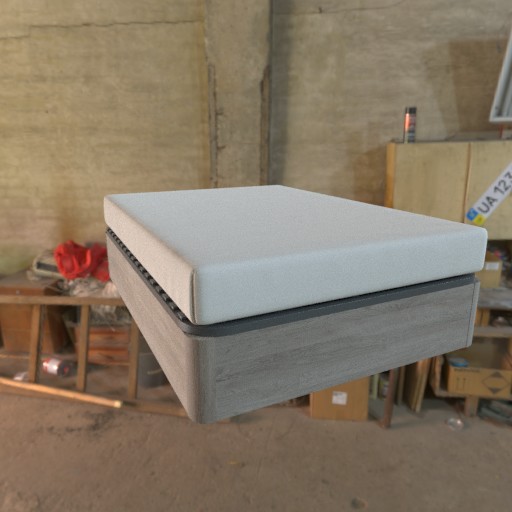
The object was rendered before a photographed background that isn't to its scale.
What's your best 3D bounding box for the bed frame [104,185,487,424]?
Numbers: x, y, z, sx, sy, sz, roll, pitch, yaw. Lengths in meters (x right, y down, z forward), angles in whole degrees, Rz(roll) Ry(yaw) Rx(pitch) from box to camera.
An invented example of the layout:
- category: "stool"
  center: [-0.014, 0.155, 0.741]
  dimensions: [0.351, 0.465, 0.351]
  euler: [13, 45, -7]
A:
- category: "bed frame"
  center: [0.000, 0.000, 2.538]
  dimensions: [1.400, 0.561, 1.900]
  euler: [-8, 17, -25]
